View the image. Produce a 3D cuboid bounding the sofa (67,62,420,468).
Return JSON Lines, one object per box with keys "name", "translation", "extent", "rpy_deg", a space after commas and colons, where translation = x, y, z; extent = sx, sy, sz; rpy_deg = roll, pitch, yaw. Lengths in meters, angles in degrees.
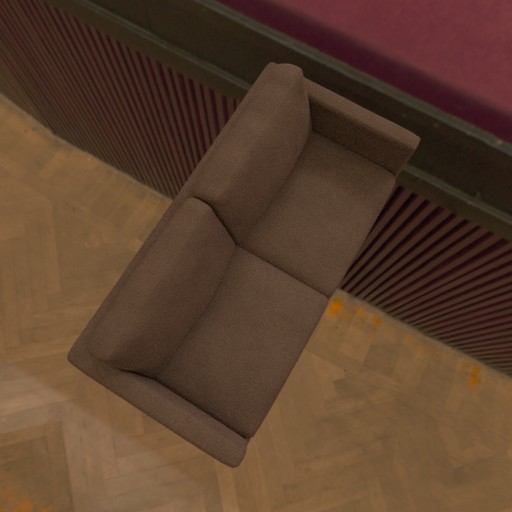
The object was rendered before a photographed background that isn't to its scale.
{"name": "sofa", "translation": [0.000, 0.000, 2.421], "extent": [0.950, 0.963, 1.884], "rpy_deg": [30, 77, 8]}
